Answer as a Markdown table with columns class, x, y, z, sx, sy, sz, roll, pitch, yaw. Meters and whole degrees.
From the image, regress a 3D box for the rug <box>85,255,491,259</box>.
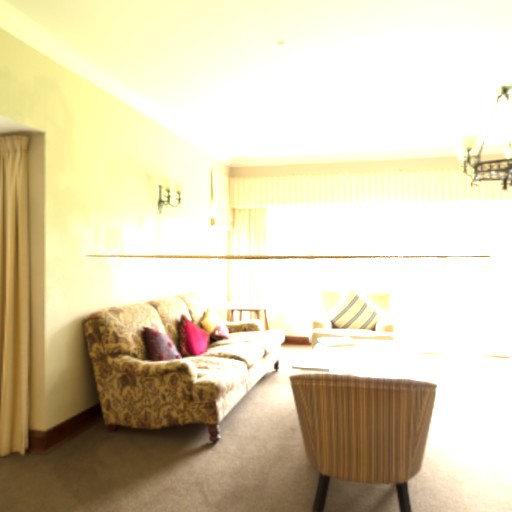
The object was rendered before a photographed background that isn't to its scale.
| class | x | y | z | sx | sy | sz | roll | pitch | yaw |
| --- | --- | --- | --- | --- | --- | --- | --- | --- | --- |
| rug | 0.000 | 0.000 | 4.368 | 2.449 | 0.019 | 3.357 | 0 | 0 | -34 |
